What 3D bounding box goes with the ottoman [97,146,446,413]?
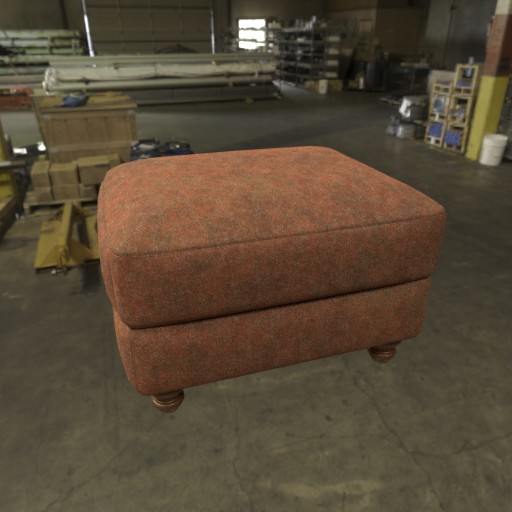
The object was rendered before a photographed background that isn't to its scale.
[{"bbox_3d":[0.000,0.000,1.215,0.787,0.508,0.635,-8,28,-16],"label":"ottoman"}]
